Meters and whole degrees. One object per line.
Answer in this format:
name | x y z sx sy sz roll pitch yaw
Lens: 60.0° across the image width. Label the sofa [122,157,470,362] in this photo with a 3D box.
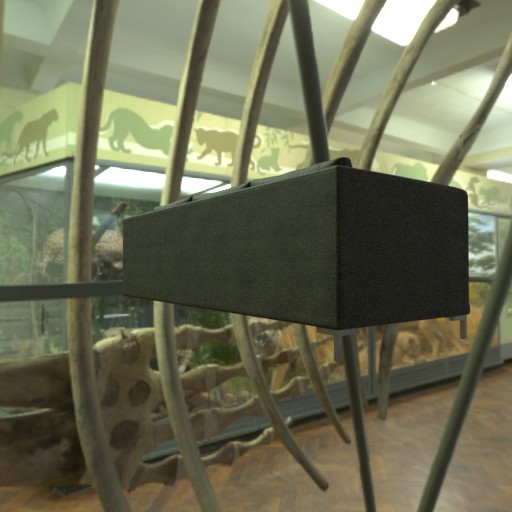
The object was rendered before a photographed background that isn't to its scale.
sofa | 0.000 0.000 2.944 0.969 0.867 2.415 1 -2 -36
